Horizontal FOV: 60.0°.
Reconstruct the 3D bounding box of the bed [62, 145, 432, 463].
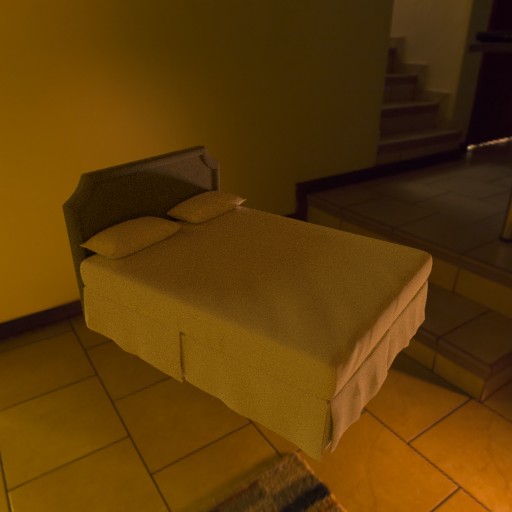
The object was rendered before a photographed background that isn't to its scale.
[{"bbox_3d":[0.000,0.000,3.674,2.464,1.306,1.977,17,30,32],"label":"bed"}]
